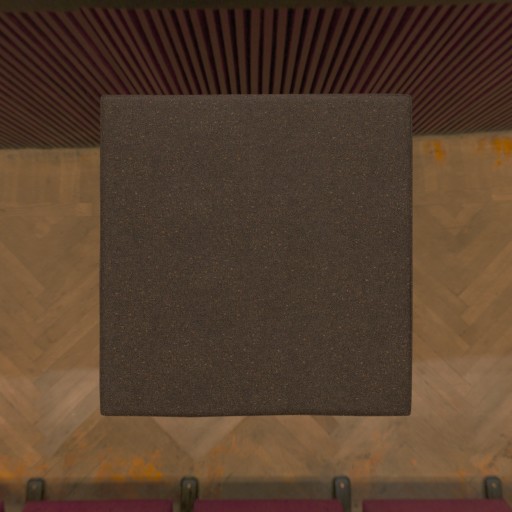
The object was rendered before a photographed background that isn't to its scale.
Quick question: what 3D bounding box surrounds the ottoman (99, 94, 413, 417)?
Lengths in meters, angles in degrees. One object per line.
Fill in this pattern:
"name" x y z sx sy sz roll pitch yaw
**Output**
"ottoman" 0.000 0.000 1.532 0.968 0.382 1.004 0 90 0
